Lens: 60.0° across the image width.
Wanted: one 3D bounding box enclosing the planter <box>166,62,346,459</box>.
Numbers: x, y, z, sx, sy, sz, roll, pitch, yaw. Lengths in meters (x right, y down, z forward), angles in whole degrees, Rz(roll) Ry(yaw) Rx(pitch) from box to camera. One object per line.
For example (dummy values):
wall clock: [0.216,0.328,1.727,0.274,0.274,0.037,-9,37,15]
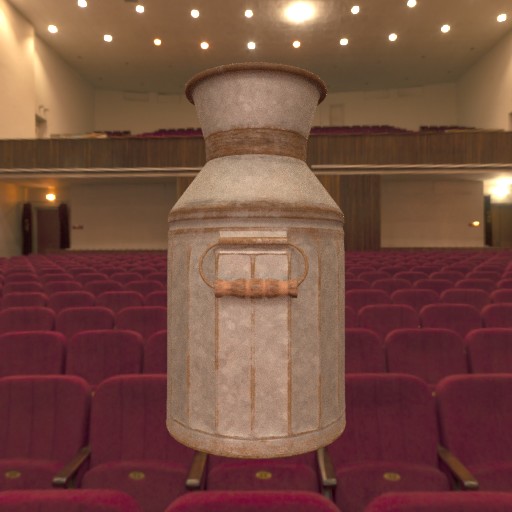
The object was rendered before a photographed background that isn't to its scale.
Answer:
planter: [0.000,0.000,0.536,0.214,0.396,0.245,0,0,2]
